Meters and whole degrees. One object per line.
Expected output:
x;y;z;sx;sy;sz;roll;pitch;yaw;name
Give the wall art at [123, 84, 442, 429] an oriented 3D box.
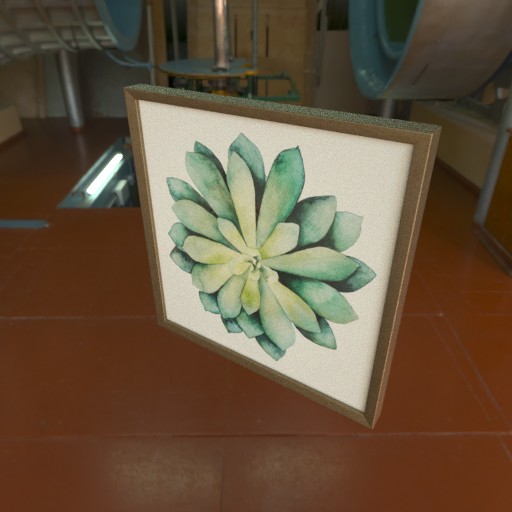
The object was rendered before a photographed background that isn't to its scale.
0.000;0.000;0.760;0.503;0.506;0.040;19;36;28;wall art
